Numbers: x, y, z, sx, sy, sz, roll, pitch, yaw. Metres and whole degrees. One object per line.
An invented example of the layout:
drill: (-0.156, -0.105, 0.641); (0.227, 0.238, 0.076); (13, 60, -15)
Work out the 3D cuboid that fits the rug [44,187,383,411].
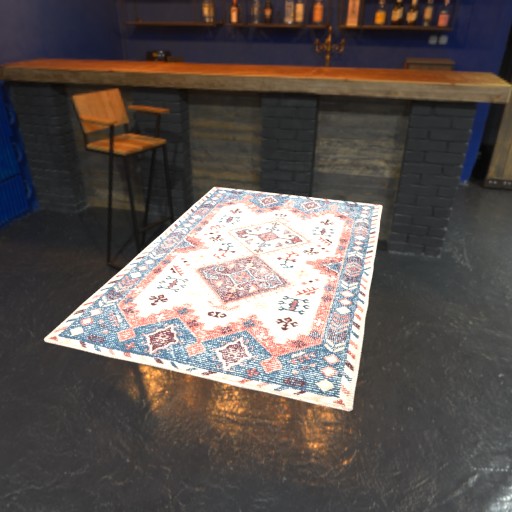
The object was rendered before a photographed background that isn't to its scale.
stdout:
rug: (0.000, 0.000, 2.376); (1.225, 0.015, 1.840); (8, 30, 15)
